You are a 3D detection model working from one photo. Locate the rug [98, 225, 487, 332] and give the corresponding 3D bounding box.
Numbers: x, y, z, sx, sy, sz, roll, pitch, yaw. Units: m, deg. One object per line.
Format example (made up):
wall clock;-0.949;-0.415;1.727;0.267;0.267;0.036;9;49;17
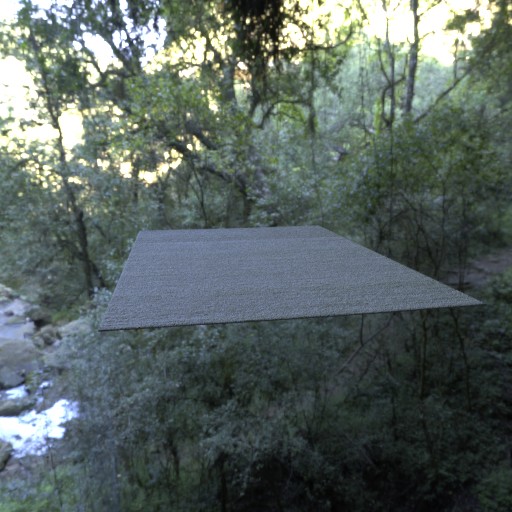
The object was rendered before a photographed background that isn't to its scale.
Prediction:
rug;0.000;0.000;4.943;2.782;0.025;3.935;-2;13;-10
